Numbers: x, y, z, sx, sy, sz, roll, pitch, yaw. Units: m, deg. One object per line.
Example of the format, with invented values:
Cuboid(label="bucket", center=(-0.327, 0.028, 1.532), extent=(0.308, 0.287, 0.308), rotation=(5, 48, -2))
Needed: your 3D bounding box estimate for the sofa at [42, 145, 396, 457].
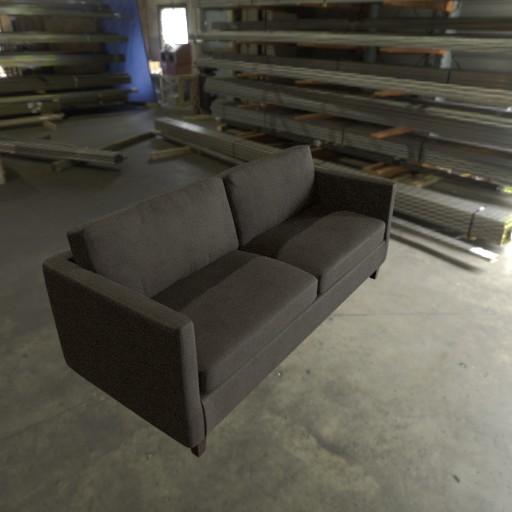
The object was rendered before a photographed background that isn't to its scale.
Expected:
Cuboid(label="sofa", center=(0.000, 0.000, 2.745), extent=(0.951, 0.965, 2.208), rotation=(19, 32, 32))
